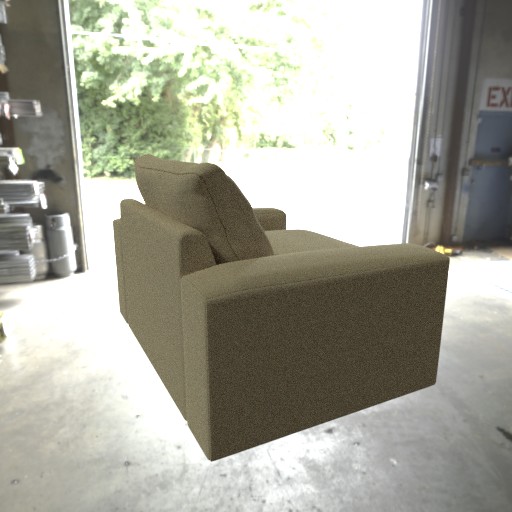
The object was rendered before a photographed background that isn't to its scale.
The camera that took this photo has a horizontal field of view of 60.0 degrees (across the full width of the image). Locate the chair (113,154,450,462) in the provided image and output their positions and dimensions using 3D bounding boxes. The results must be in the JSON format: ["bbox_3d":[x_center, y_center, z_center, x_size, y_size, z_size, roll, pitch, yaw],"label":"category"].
[{"bbox_3d":[0.000,0.000,2.060,1.039,0.915,1.398,-7,16,-26],"label":"chair"}]
